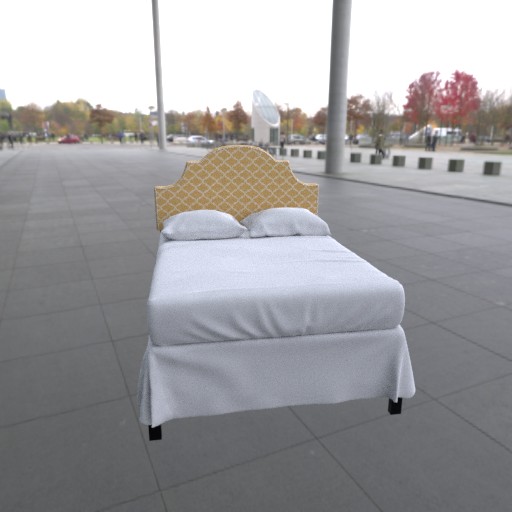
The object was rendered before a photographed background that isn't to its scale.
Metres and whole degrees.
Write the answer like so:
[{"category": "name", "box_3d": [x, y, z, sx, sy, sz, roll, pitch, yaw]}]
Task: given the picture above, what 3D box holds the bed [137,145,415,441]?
[{"category": "bed", "box_3d": [0.000, 0.000, 3.446, 1.780, 1.633, 2.222, -3, 16, -9]}]
